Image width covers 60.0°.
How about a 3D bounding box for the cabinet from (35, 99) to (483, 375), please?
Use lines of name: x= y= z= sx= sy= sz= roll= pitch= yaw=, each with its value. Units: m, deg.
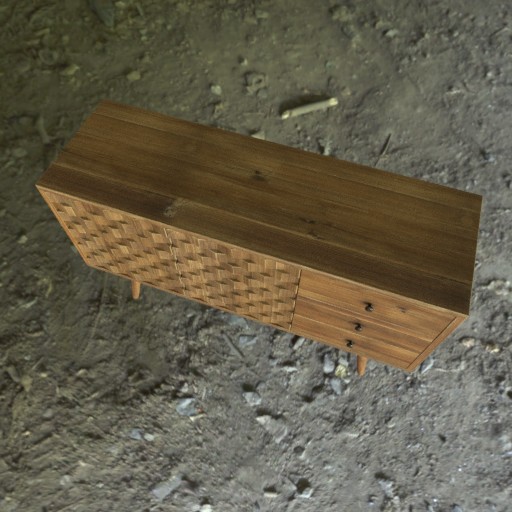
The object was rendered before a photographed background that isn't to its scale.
cabinet: x=0.000 y=0.000 z=1.789 sx=1.400 sy=0.800 sz=0.472 roll=17 pitch=60 yaw=10
